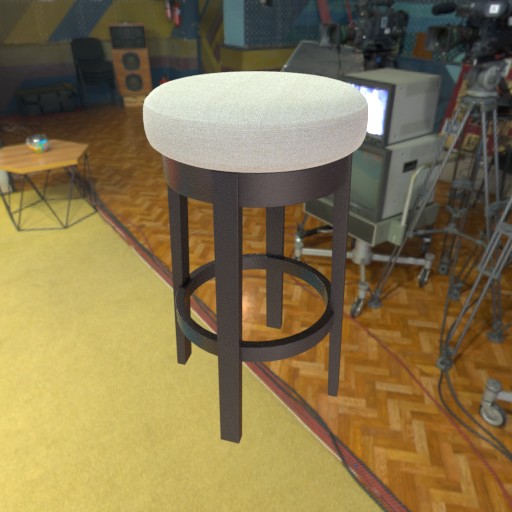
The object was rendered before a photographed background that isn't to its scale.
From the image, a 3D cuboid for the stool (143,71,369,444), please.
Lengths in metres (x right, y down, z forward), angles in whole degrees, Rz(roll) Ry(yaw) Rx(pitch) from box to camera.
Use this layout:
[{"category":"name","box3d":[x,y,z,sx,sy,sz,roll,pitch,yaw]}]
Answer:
[{"category":"stool","box3d":[0.000,0.000,1.024,0.446,0.758,0.446,0,30,0]}]
